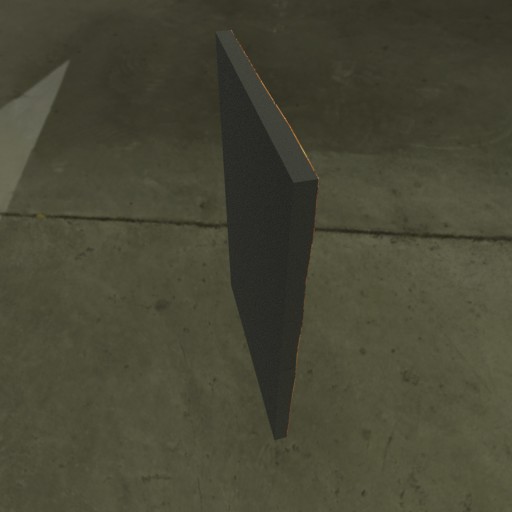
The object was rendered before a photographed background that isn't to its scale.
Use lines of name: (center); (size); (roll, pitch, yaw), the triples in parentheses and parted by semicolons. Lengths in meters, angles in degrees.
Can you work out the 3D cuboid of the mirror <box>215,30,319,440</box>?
mirror: (0.000, 0.000, 1.162); (0.044, 0.912, 0.606); (-10, 47, -10)
